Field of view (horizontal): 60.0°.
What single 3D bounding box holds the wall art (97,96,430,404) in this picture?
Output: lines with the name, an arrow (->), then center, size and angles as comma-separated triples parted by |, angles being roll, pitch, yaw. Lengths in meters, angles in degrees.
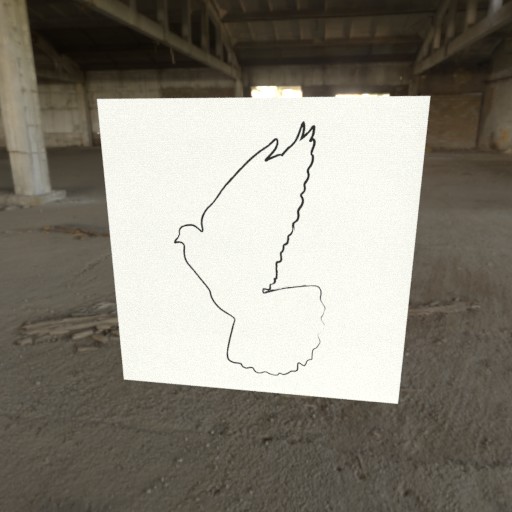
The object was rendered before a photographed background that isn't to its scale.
wall art -> 0.000, 0.000, 0.907 | 0.610, 0.610, 0.038 | 3, 17, 8
